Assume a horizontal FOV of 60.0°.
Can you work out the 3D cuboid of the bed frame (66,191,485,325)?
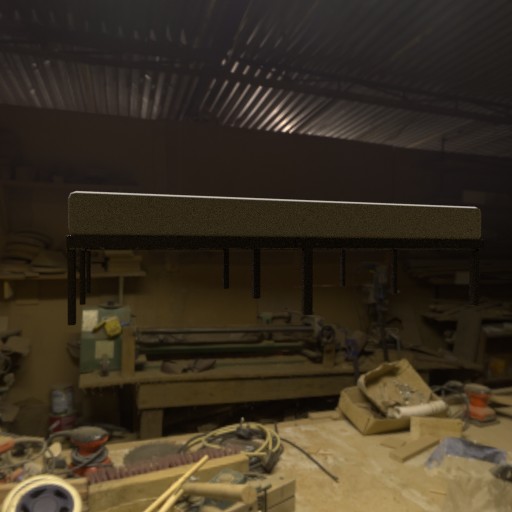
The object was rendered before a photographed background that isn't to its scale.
[{"bbox_3d":[0.000,0.000,3.544,2.635,0.680,1.990,0,1,-18],"label":"bed frame"}]
